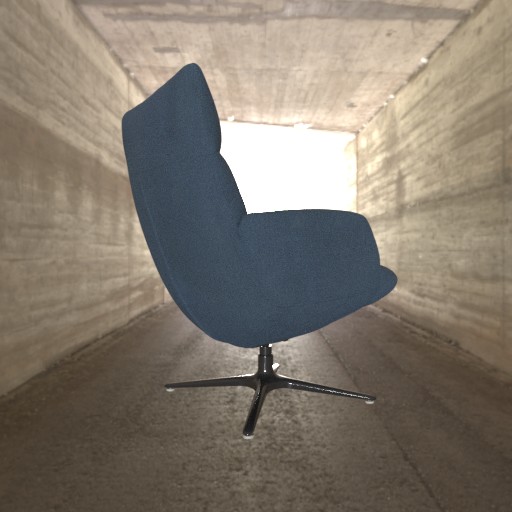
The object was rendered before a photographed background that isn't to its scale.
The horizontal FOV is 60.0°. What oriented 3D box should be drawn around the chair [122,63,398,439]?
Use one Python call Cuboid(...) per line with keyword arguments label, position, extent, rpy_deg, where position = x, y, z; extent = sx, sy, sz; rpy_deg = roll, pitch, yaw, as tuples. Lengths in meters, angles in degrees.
Cuboid(label="chair", position=(0.000, 0.000, 1.583), extent=(0.889, 1.016, 0.711), rpy_deg=(0, 0, -35))
